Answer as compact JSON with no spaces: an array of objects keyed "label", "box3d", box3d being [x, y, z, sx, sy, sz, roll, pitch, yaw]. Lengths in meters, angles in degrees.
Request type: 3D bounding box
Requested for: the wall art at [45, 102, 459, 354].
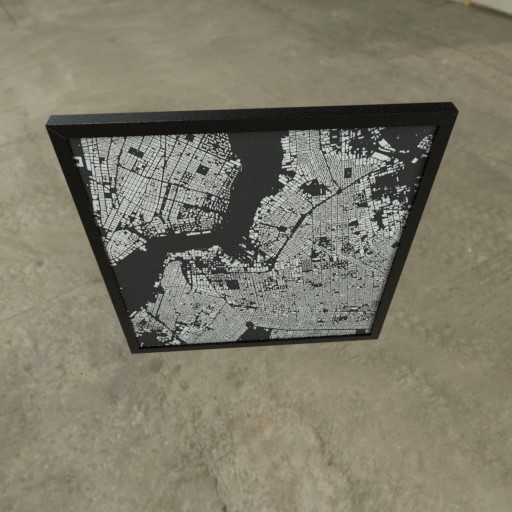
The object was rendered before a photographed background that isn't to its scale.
[{"label":"wall art","box3d":[0.000,0.000,1.091,0.755,0.761,0.038,-3,46,-3]}]
